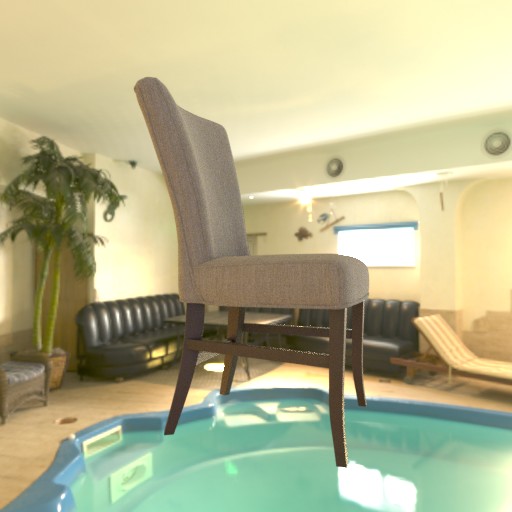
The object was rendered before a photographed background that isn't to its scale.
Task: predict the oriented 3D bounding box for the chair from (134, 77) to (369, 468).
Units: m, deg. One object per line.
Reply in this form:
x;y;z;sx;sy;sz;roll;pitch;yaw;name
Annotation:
0.000;0.000;1.364;0.660;0.991;0.520;0;-1;19;chair
